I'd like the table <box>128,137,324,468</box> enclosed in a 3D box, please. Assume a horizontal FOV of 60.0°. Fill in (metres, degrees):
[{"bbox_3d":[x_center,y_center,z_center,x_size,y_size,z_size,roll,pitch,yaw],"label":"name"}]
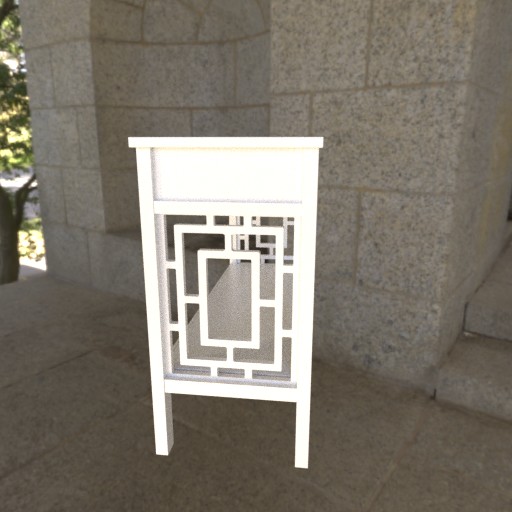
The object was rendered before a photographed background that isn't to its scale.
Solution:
[{"bbox_3d":[0.000,0.000,1.466,0.397,0.753,1.068,2,15,7],"label":"table"}]
